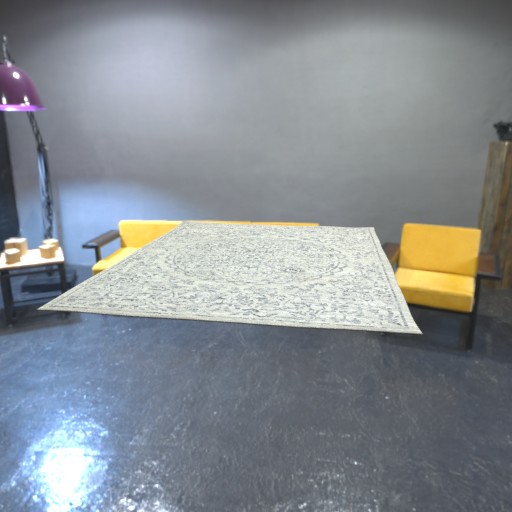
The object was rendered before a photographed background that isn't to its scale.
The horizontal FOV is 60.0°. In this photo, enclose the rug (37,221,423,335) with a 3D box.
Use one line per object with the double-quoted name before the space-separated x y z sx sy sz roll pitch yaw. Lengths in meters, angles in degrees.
"rug" 0.000 0.000 4.015 2.343 0.026 2.925 2 16 9
